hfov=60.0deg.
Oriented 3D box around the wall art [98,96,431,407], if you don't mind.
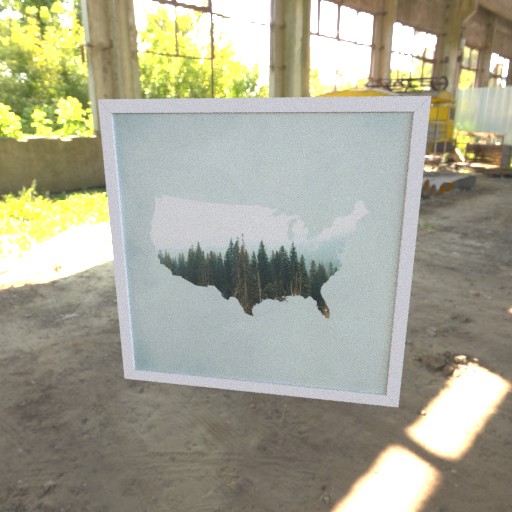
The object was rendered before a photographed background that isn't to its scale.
[{"bbox_3d":[0.000,0.000,0.454,0.304,0.304,0.024,3,17,10],"label":"wall art"}]
